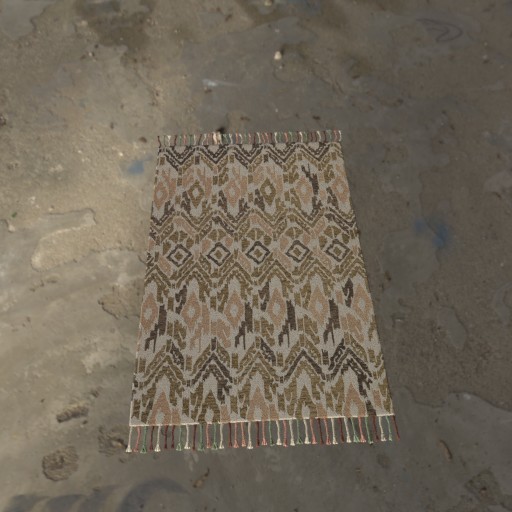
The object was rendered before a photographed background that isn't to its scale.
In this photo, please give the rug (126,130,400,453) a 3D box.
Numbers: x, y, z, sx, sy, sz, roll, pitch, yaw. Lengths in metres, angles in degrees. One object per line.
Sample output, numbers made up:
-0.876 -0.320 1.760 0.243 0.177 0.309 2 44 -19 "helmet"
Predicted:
0.000 0.000 3.027 1.524 0.008 2.438 -2 58 -1 "rug"
